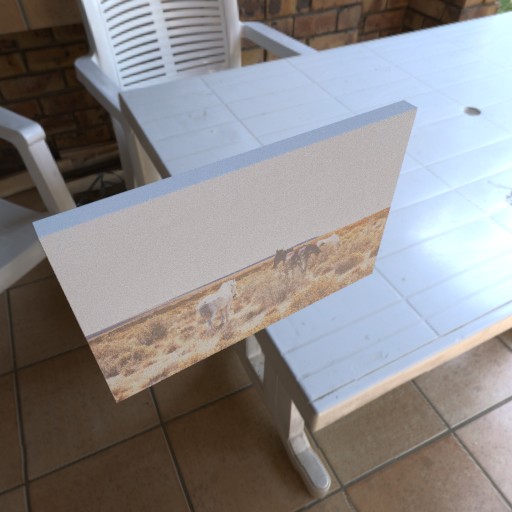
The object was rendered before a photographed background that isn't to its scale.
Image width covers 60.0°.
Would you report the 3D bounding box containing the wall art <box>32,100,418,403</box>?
[{"bbox_3d":[0.000,0.000,1.165,0.914,0.610,0.050,-23,50,-22],"label":"wall art"}]
